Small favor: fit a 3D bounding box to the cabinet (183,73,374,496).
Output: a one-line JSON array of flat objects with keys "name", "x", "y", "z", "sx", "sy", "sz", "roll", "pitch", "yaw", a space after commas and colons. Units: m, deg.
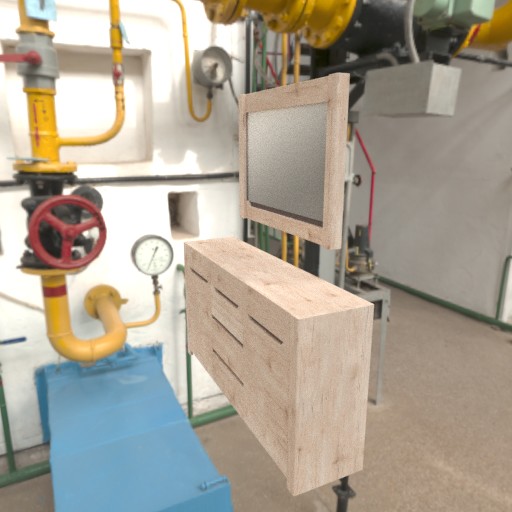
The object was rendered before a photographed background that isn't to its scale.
[{"name": "cabinet", "x": 0.000, "y": 0.000, "z": 2.731, "sx": 0.420, "sy": 1.981, "sz": 1.700, "roll": -7, "pitch": 16, "yaw": -25}]
